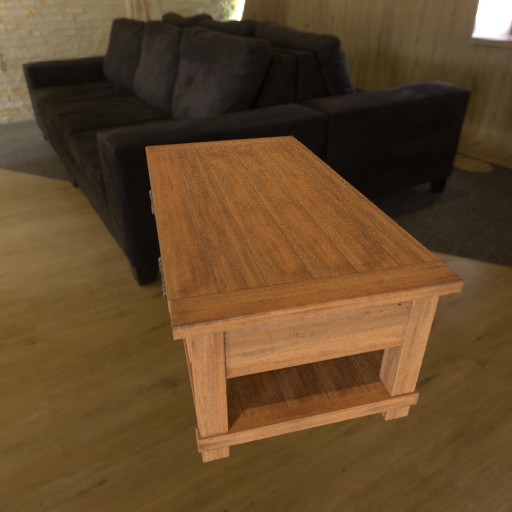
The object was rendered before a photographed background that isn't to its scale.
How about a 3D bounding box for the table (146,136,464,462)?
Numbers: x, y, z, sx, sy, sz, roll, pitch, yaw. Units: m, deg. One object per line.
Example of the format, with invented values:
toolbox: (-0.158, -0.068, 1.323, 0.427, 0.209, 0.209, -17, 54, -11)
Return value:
table: (0.000, 0.000, 1.616, 0.693, 0.494, 1.270, -7, 31, -12)
